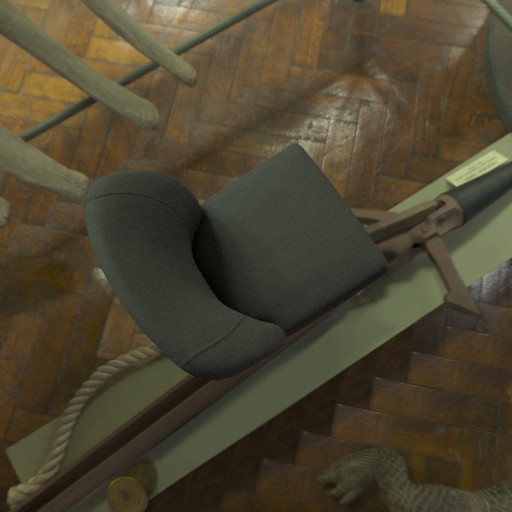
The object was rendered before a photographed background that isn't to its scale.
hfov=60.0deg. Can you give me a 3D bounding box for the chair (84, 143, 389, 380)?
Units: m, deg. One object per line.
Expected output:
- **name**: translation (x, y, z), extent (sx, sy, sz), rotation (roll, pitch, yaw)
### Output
- **chair**: translation (0.000, 0.000, 1.252), extent (0.619, 0.879, 0.506), rotation (-32, 78, -8)
